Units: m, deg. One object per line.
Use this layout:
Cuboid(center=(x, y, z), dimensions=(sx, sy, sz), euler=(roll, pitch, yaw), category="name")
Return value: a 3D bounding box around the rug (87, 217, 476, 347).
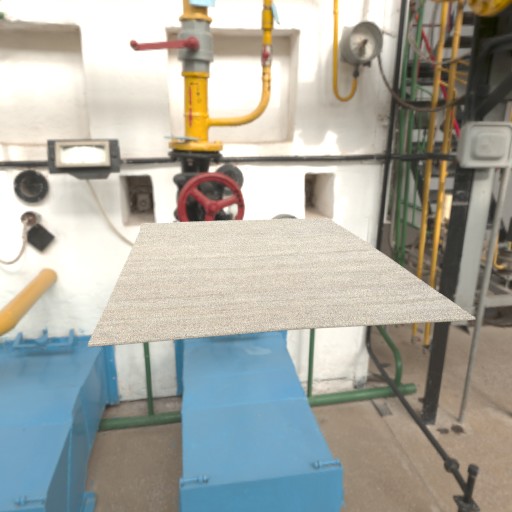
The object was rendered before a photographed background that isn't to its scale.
Cuboid(center=(0.000, 0.000, 4.774), dimensions=(2.757, 0.051, 3.626), euler=(-2, 17, -8), category="rug")
